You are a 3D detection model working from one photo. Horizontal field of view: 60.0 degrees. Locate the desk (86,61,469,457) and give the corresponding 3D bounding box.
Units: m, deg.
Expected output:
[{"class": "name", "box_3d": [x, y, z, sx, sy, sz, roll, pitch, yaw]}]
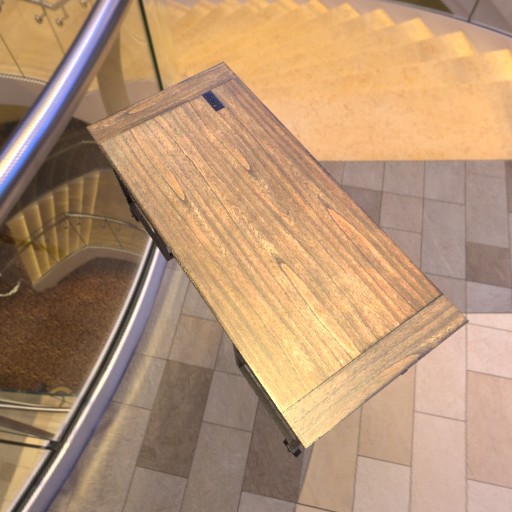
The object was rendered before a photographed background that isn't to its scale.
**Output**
[{"class": "desk", "box_3d": [0.000, 0.000, 2.057, 0.711, 0.751, 1.590, -32, 68, -15]}]
